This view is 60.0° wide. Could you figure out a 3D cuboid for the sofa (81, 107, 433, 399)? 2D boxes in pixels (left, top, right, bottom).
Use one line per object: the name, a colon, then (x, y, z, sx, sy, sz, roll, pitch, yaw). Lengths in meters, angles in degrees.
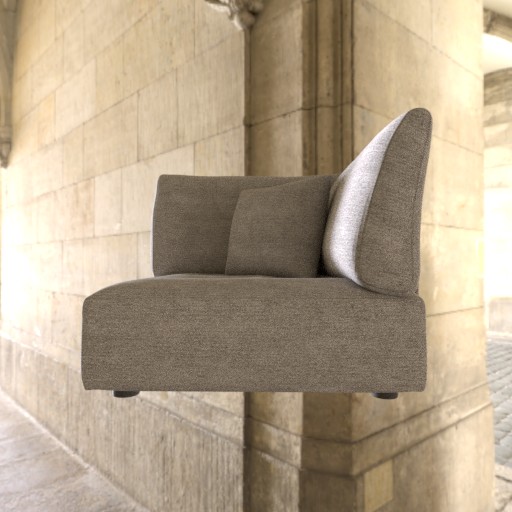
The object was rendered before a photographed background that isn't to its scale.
sofa: (0.000, 0.000, 1.701, 1.000, 0.820, 1.000, 0, -1, 1)
